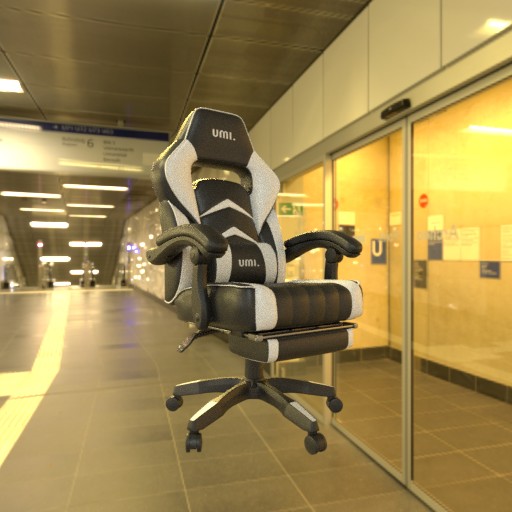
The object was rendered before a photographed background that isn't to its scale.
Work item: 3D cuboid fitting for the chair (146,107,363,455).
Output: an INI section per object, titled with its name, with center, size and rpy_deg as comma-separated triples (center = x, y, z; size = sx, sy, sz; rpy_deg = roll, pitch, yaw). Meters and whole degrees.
[chair]
center = 0.000, 0.000, 1.619
size = 0.676, 1.200, 0.700
rpy_deg = 0, 0, -35
